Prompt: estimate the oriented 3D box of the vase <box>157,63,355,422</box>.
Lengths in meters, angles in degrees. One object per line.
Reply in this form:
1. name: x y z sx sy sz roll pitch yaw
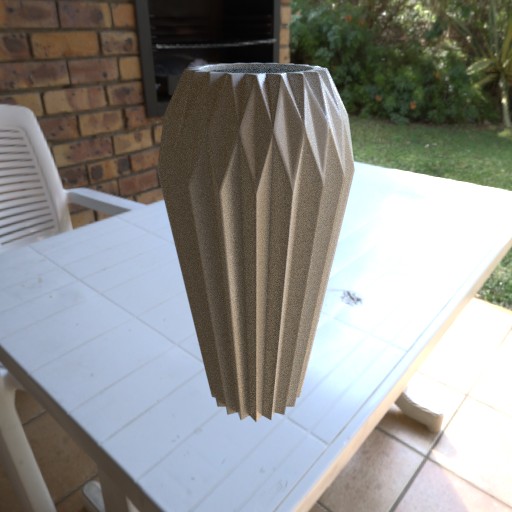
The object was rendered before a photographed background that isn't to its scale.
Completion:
1. vase: 0.000 0.000 0.336 0.133 0.263 0.133 0 27 0
